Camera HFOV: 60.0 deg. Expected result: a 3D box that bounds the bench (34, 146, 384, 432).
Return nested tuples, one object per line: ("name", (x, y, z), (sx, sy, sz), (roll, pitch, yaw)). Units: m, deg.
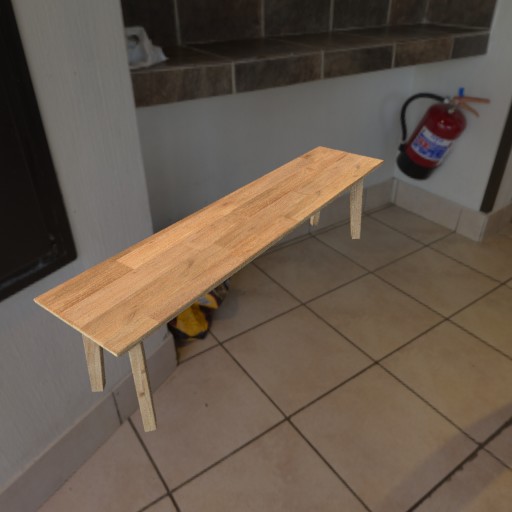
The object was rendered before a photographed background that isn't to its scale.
("bench", (0.000, 0.000, 1.900), (0.378, 0.431, 1.698), (22, 38, 30))
